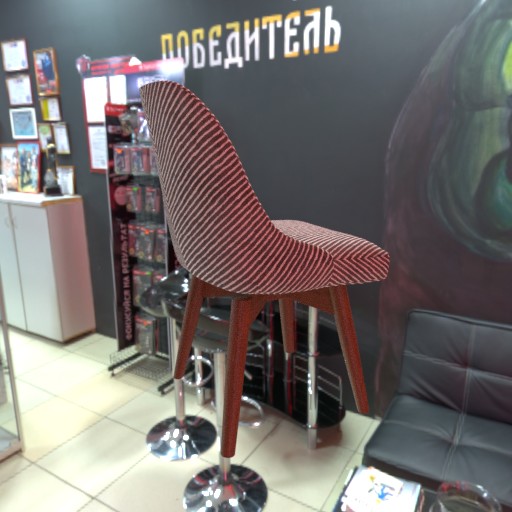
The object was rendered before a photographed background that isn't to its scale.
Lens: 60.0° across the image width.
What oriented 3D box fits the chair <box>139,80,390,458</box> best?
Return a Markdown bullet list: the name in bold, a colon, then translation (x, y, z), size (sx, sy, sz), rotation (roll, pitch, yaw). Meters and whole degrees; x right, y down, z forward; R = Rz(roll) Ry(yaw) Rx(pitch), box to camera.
- **chair**: translation (0.000, 0.000, 1.259), size (0.591, 0.883, 0.504), rotation (-7, 15, -25)
